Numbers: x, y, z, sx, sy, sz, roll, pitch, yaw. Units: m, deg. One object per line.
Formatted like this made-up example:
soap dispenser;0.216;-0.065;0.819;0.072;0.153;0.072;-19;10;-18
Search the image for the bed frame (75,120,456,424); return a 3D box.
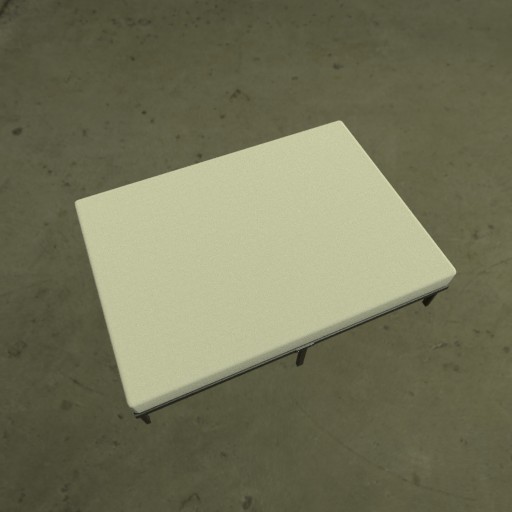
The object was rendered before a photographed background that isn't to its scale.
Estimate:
bed frame;0.000;0.000;3.892;2.842;0.680;2.205;-14;59;-8
